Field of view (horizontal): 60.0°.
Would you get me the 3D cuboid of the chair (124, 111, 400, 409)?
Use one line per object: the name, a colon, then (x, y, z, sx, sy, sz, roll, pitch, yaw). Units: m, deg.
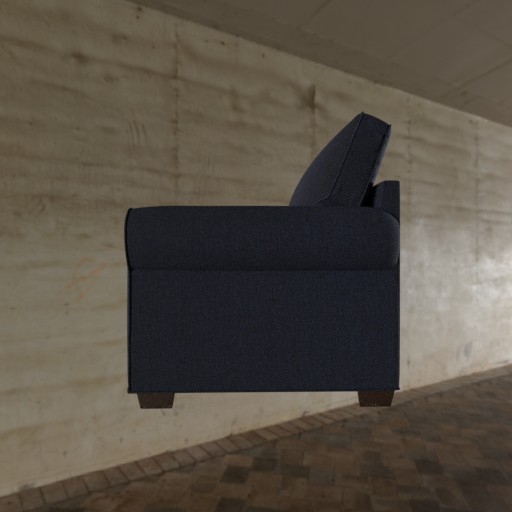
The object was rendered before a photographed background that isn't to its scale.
chair: (0.000, 0.000, 2.056, 0.963, 1.044, 1.285, 0, 0, -2)
